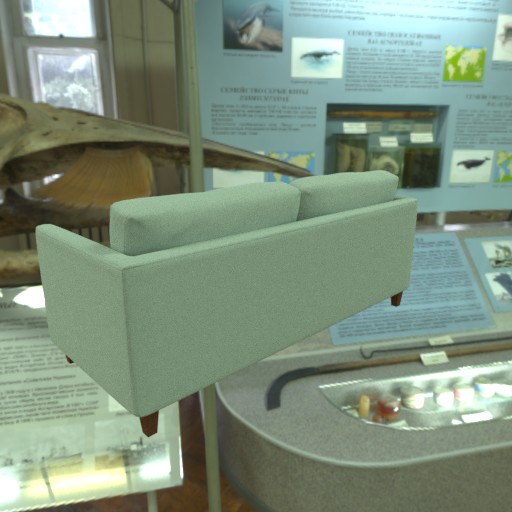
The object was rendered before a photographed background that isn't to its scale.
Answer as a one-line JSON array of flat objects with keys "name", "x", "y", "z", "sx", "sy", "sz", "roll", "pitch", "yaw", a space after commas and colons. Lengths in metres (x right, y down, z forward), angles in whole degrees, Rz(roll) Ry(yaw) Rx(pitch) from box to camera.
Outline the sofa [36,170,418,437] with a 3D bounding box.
[{"name": "sofa", "x": 0.000, "y": 0.000, "z": 2.678, "sx": 2.208, "sy": 0.965, "sz": 0.951, "roll": -15, "pitch": 22, "yaw": -41}]
